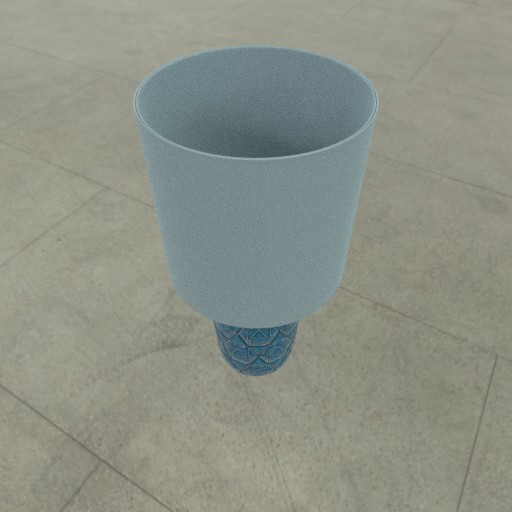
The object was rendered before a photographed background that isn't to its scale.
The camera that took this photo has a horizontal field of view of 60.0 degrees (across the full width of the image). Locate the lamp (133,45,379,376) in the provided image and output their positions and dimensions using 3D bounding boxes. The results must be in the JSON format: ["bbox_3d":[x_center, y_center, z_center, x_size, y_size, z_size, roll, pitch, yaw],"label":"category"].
[{"bbox_3d":[0.000,0.000,0.489,0.193,0.377,0.193,-3,46,-3],"label":"lamp"}]
